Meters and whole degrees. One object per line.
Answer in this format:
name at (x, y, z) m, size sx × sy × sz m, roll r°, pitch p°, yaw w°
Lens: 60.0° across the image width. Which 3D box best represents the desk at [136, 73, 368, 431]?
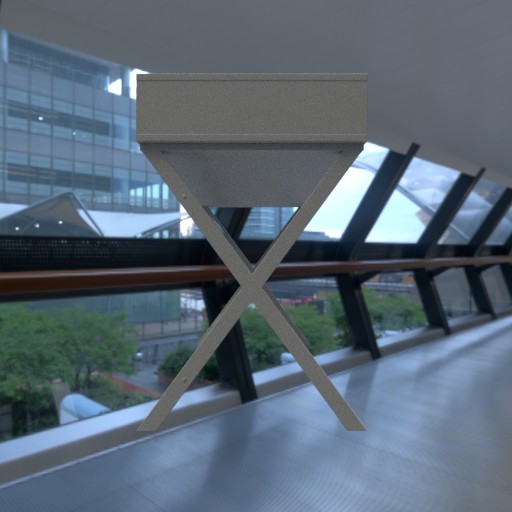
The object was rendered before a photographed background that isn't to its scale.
desk at (0.000, 0.000, 1.488) m, size 0.525 × 0.780 × 1.057 m, roll 0°, pitch -1°, yaw 0°
